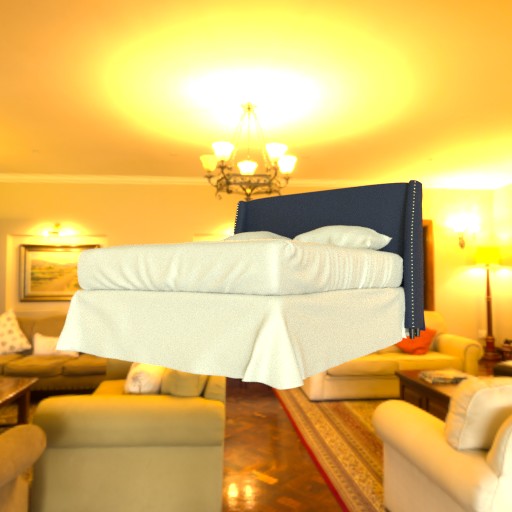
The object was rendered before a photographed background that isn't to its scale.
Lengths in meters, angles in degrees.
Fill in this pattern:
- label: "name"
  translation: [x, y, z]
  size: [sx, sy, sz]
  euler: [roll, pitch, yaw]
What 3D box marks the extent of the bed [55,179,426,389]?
- label: "bed"
  translation: [0.000, 0.000, 3.398]
  size: [1.925, 1.332, 2.276]
  euler: [-2, -3, 35]
